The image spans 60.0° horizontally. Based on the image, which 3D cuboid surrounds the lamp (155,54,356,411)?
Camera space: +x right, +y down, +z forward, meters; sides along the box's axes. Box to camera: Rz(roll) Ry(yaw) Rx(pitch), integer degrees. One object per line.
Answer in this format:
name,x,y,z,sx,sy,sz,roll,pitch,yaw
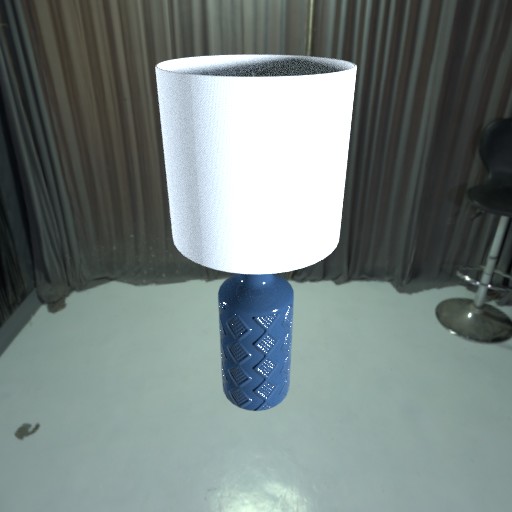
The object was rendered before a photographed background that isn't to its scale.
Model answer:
lamp,0.000,0.000,0.576,0.207,0.461,0.207,-1,29,-2
